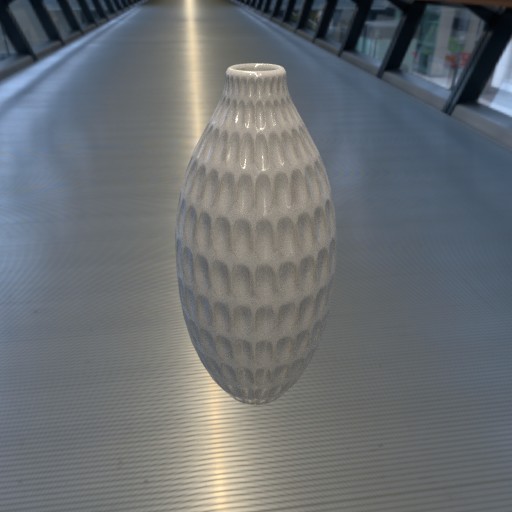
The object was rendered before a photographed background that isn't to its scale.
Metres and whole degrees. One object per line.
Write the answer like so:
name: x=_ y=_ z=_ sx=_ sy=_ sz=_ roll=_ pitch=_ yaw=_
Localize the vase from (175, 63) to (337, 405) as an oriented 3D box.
vase: x=0.000 y=0.000 z=0.356 sx=0.127 sy=0.282 sz=0.127 roll=0 pitch=31 yaw=0
